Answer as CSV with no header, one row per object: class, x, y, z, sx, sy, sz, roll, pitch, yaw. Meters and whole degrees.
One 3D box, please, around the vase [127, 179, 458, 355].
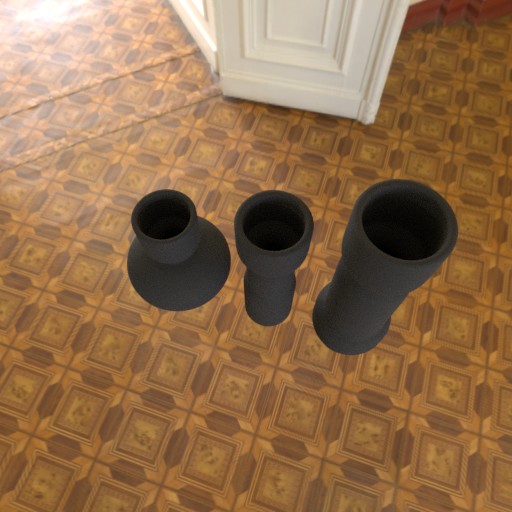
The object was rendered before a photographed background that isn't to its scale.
vase,0.000,0.000,0.441,0.307,0.249,0.120,16,64,8
